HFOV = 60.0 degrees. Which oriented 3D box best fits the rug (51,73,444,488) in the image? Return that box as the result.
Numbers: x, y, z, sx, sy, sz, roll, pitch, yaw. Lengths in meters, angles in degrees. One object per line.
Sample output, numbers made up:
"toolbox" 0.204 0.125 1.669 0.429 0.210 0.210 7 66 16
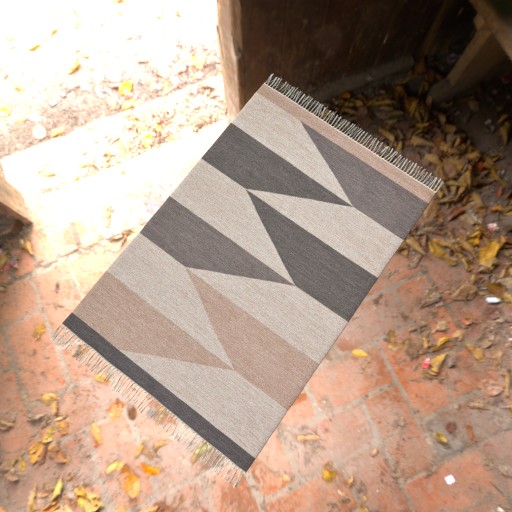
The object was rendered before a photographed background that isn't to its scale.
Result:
"rug" 0.000 0.000 2.445 1.224 0.027 2.021 36 78 9
